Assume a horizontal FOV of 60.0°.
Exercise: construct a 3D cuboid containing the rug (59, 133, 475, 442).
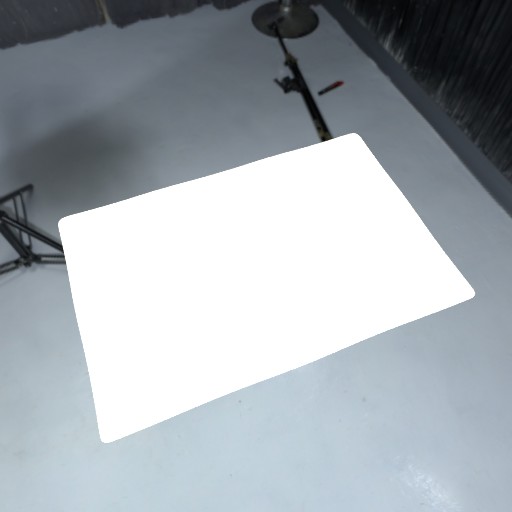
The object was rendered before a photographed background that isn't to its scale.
[{"bbox_3d":[0.000,0.000,3.364,2.698,0.025,1.798,-19,60,-11],"label":"rug"}]
